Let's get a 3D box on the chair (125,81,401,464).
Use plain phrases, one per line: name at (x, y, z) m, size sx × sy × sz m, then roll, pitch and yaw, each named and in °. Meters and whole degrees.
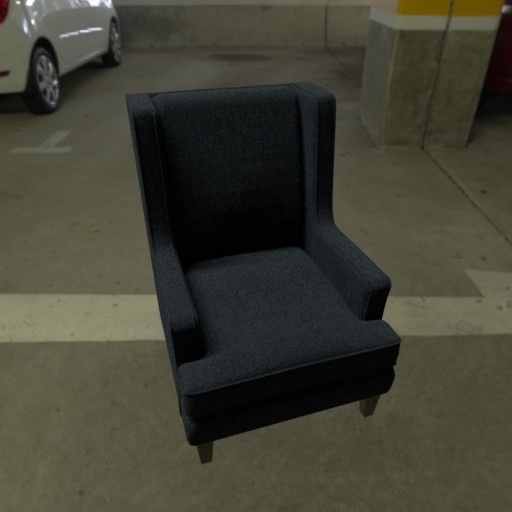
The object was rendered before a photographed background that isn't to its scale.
chair at (0.000, 0.000, 1.694) m, size 0.764 × 1.072 × 0.947 m, roll -10°, pitch 33°, yaw -15°
